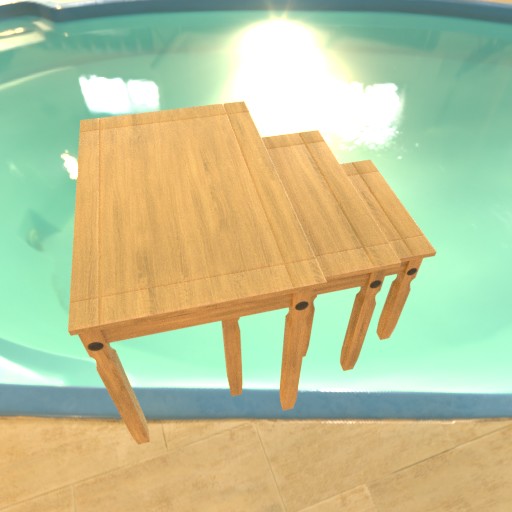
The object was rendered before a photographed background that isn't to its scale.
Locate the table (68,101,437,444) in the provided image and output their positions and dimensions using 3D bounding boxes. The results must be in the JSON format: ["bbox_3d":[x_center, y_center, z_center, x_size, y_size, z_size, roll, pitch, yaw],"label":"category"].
[{"bbox_3d":[0.000,0.000,1.179,0.773,0.535,0.660,-10,48,-9],"label":"table"}]
